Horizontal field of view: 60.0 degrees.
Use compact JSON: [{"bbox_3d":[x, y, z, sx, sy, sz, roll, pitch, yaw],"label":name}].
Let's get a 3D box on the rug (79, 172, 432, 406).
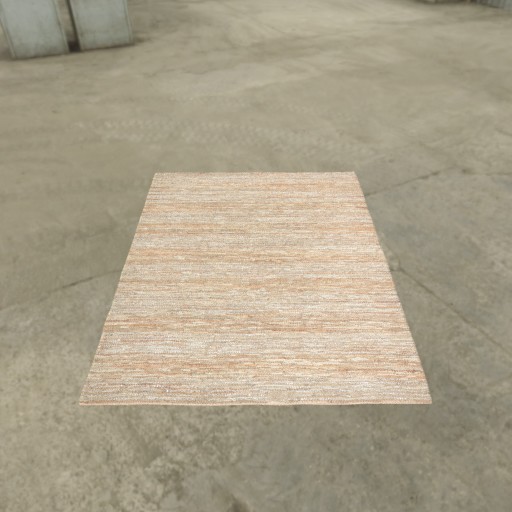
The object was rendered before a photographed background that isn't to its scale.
[{"bbox_3d":[0.000,0.000,3.965,2.313,0.009,2.939,0,41,0],"label":"rug"}]
